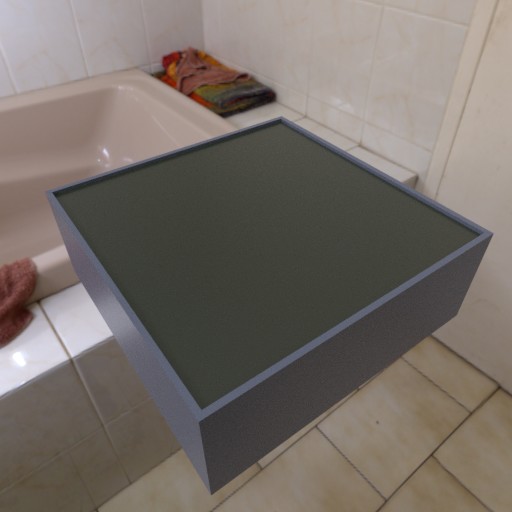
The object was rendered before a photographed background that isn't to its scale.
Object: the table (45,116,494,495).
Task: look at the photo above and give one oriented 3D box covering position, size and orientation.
[{"bbox_3d":[0.000,0.000,1.207,0.801,0.299,0.801,-26,47,-26],"label":"table"}]
